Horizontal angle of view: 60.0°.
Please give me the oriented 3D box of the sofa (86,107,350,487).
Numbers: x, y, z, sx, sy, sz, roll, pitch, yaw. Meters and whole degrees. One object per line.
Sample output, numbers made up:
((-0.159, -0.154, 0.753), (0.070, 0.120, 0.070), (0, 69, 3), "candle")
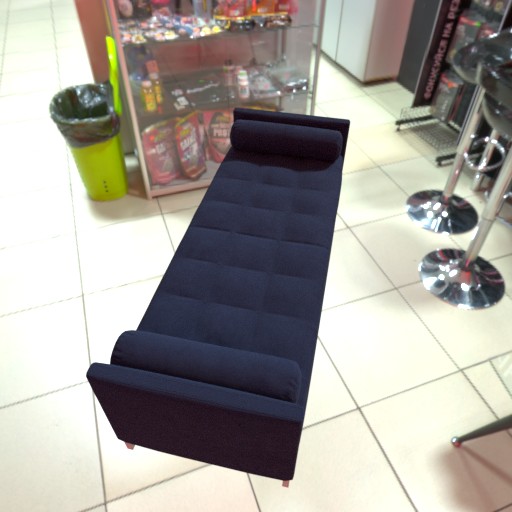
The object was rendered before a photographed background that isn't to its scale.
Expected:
((0.000, 0.000, 2.430), (0.797, 0.657, 2.102), (9, 46, 9), "sofa")
